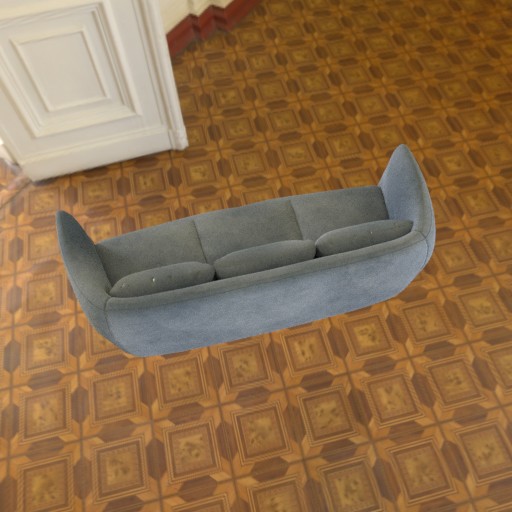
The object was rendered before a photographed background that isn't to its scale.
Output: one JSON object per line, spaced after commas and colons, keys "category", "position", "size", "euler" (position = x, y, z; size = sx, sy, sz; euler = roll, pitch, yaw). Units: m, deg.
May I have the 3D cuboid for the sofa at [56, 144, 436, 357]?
{"category": "sofa", "position": [0.000, 0.000, 2.622], "size": [2.095, 0.795, 0.849], "euler": [-12, 60, -7]}
